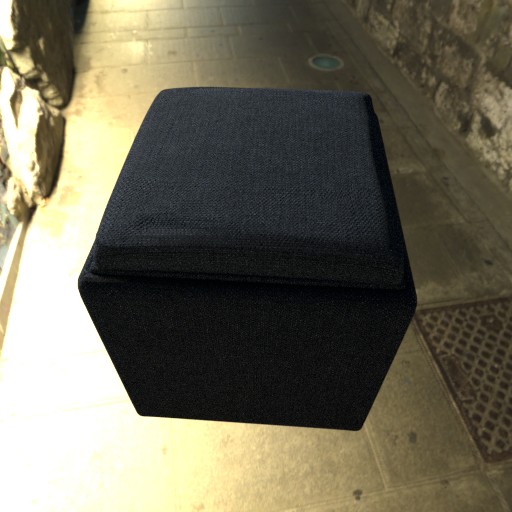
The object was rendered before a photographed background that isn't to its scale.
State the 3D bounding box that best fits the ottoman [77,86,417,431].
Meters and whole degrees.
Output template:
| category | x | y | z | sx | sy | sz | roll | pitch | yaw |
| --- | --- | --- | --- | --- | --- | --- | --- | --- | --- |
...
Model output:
| category | x | y | z | sx | sy | sz | roll | pitch | yaw |
| --- | --- | --- | --- | --- | --- | --- | --- | --- | --- |
| ottoman | 0.000 | 0.000 | 0.828 | 0.436 | 0.493 | 0.454 | 3 | 48 | 3 |
